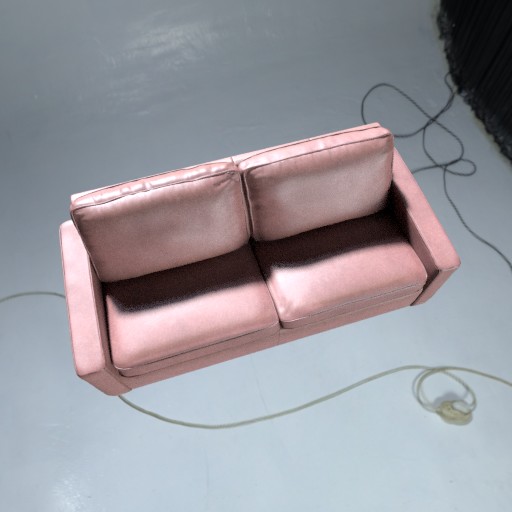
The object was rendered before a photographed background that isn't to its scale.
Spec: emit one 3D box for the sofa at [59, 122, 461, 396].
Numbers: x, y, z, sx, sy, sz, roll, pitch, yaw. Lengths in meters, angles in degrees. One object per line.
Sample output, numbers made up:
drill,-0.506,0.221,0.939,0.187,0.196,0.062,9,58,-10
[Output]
sofa,0.000,0.000,2.553,2.080,0.919,0.940,-15,64,-8
